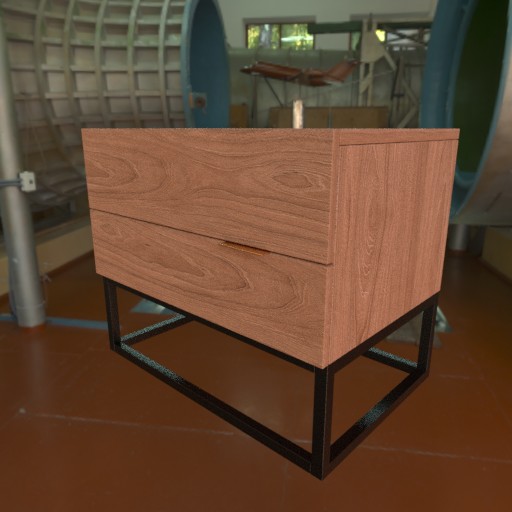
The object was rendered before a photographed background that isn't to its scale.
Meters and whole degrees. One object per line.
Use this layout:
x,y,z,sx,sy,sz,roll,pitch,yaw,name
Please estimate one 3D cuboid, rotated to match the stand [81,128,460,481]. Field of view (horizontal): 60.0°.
0.000,0.000,0.905,0.600,0.500,0.420,14,21,41,stand
